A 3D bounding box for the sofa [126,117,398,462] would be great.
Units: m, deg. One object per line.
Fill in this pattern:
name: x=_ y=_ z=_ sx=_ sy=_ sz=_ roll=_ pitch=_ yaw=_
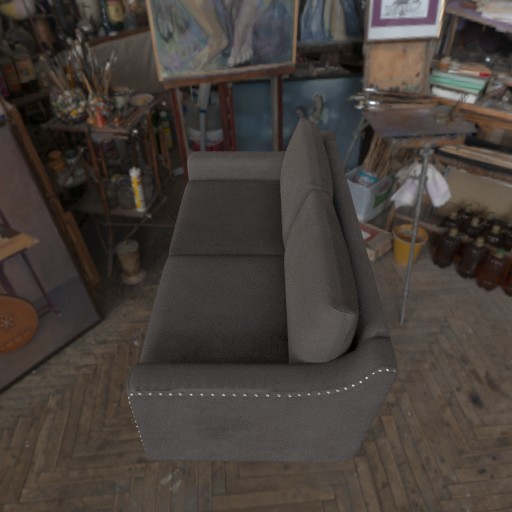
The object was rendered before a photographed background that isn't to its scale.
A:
sofa: x=0.000 y=0.000 z=3.231 sx=1.336 sy=1.196 sz=2.550 roll=1 pitch=40 yaw=1
